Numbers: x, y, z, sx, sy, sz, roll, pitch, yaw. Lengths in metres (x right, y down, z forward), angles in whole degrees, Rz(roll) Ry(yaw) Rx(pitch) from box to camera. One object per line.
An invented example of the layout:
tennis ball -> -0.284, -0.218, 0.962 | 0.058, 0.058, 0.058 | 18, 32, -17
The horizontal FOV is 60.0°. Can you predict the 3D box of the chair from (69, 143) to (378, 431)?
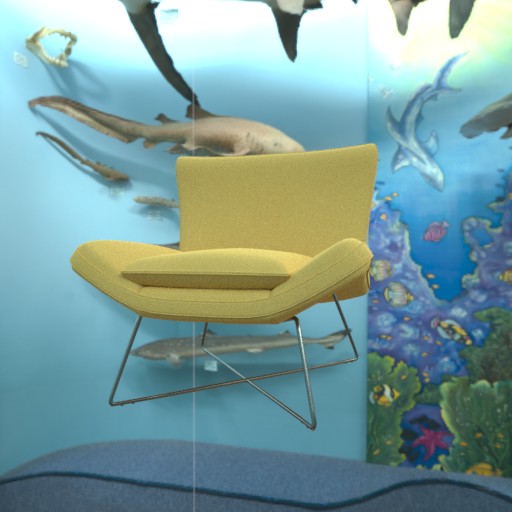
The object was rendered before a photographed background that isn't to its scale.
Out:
chair -> 0.000, 0.000, 1.615 | 0.859, 0.855, 1.008 | 0, 1, 17
